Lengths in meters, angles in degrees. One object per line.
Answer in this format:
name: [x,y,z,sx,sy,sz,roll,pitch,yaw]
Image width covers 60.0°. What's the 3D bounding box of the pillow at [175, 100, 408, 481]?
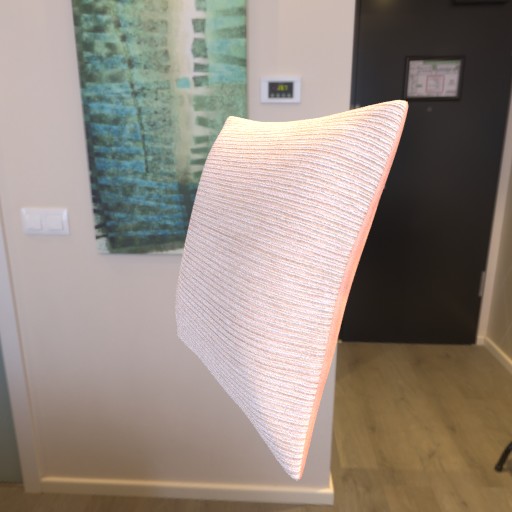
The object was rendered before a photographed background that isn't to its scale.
pillow: [0.000,0.000,0.638,0.177,0.401,0.424,-8,17,-26]
